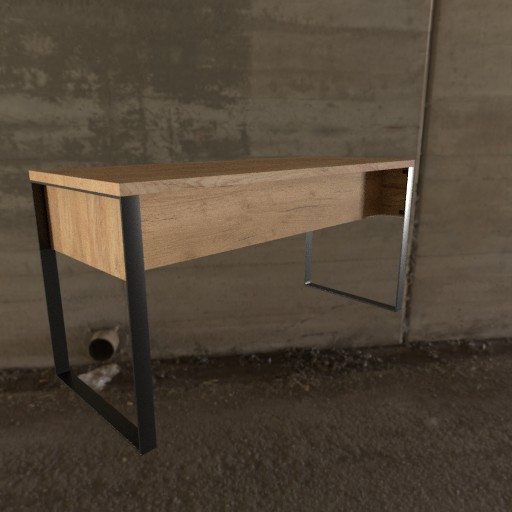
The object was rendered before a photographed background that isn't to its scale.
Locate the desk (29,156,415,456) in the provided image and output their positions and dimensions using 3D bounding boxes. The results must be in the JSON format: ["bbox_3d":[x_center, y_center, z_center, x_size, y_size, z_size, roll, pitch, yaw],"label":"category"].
[{"bbox_3d":[0.000,0.000,1.871,0.600,0.760,1.520,15,21,43],"label":"desk"}]
